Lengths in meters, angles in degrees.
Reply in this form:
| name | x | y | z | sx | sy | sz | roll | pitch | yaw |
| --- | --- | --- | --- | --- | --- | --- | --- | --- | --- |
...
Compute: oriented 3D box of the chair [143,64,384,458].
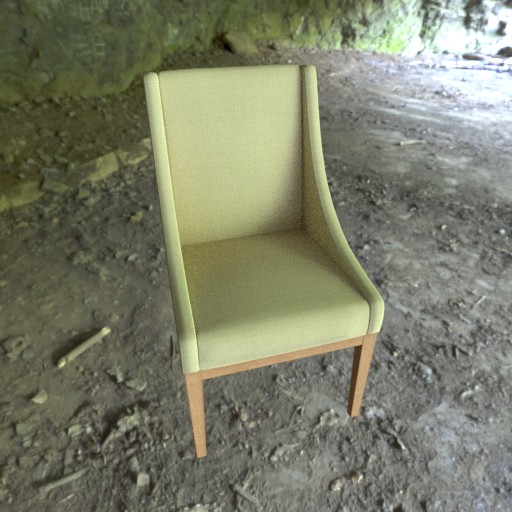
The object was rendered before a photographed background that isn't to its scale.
| name | x | y | z | sx | sy | sz | roll | pitch | yaw |
| --- | --- | --- | --- | --- | --- | --- | --- | --- | --- |
| chair | 0.000 | 0.000 | 1.389 | 0.575 | 1.021 | 0.611 | -9 | 33 | -14 |
